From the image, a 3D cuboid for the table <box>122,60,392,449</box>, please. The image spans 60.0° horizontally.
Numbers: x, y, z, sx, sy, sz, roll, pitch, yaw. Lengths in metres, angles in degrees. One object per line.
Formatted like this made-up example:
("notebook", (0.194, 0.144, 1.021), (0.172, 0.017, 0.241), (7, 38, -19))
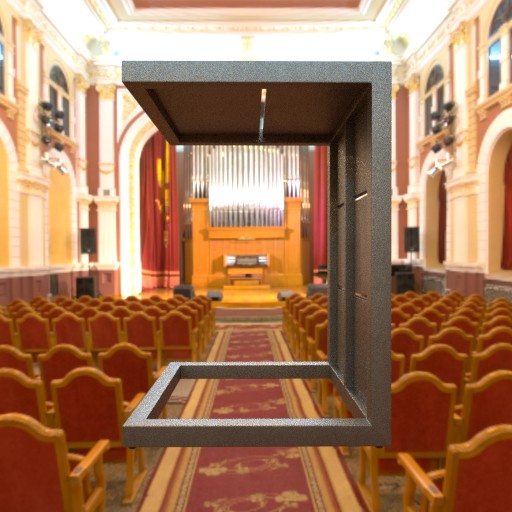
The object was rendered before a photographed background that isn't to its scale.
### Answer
("table", (0.000, 0.000, 0.892), (0.420, 0.609, 0.405), (0, 0, 0))
